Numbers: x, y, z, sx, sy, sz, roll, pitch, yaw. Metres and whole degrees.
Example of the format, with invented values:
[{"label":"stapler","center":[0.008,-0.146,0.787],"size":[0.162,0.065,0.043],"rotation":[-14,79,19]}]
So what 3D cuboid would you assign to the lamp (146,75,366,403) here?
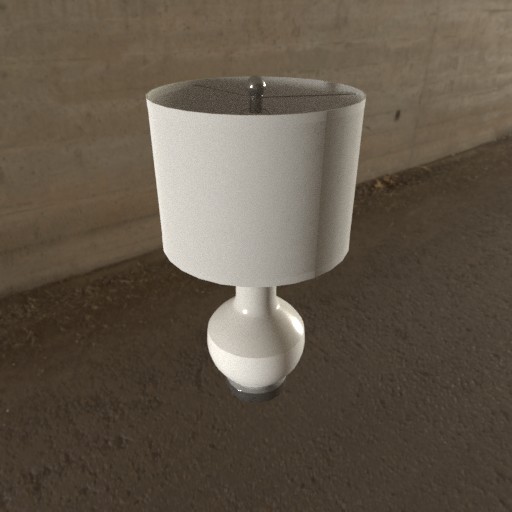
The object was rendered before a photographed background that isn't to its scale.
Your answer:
[{"label":"lamp","center":[0.000,0.000,0.883],"size":[0.357,0.673,0.357],"rotation":[10,31,16]}]
